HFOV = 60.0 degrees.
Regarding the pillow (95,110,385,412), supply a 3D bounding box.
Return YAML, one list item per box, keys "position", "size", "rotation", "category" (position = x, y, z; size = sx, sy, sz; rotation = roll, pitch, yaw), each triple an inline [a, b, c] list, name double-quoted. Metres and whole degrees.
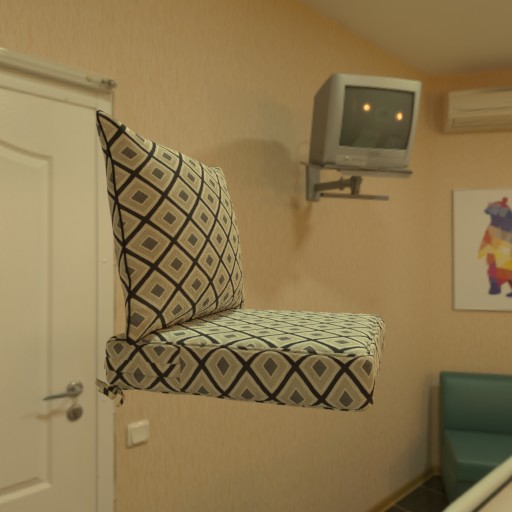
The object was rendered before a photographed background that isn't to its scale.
- position: [0.000, 0.000, 1.346]
  size: [0.733, 0.722, 0.798]
  rotation: [0, 0, 18]
  category: "pillow"
